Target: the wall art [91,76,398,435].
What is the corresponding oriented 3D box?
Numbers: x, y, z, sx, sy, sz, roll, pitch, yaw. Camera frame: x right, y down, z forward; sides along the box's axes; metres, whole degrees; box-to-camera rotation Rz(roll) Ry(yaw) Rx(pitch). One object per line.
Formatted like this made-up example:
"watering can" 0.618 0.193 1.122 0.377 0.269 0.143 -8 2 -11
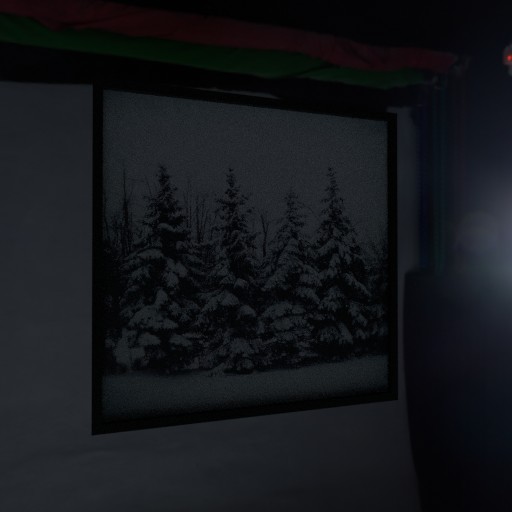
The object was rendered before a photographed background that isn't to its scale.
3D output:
"wall art" 0.000 0.000 0.442 0.305 0.305 0.037 0 -1 -18
